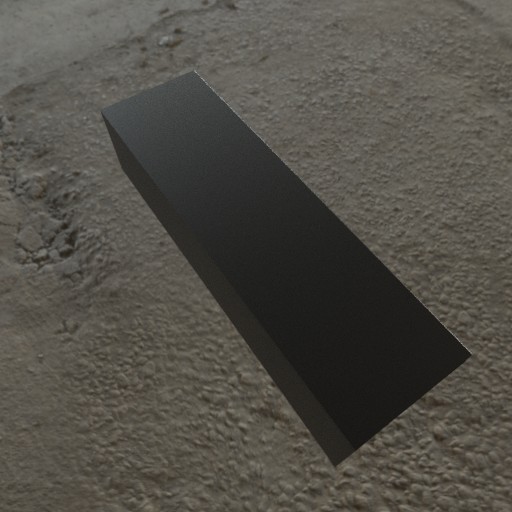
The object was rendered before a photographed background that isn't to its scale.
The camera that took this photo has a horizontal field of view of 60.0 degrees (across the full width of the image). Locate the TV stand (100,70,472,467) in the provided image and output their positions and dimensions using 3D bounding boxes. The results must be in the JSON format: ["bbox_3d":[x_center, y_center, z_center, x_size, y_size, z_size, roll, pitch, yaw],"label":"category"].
[{"bbox_3d":[0.000,0.000,1.510,0.390,0.518,1.312,-31,63,-17],"label":"TV stand"}]
